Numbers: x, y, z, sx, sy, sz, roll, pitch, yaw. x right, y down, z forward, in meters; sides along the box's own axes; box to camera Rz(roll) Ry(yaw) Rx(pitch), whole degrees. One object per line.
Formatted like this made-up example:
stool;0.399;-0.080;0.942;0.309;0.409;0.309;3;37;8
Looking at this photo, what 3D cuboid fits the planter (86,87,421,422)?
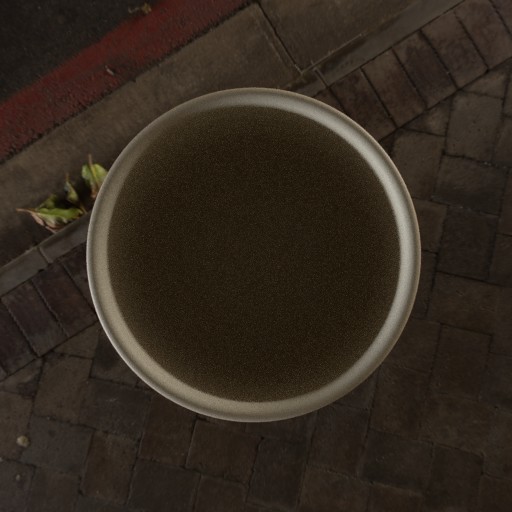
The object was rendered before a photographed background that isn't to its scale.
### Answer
planter;0.000;0.000;0.215;0.124;0.109;0.124;0;89;2
